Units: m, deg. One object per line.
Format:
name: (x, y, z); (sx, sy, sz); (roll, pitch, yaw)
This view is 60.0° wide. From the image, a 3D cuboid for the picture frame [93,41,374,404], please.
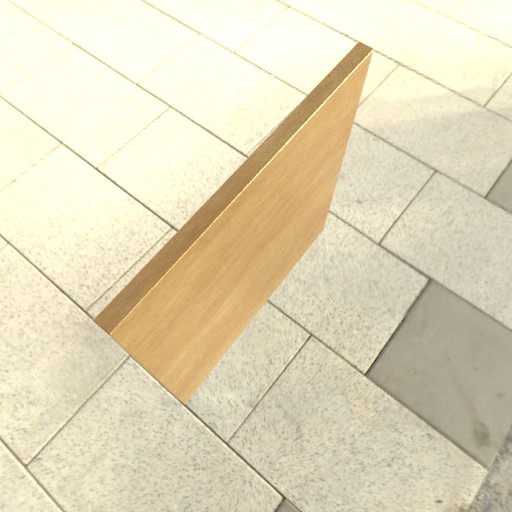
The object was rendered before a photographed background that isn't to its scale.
picture frame: (0.000, 0.000, 1.130); (0.037, 0.761, 0.758); (34, 69, 15)
